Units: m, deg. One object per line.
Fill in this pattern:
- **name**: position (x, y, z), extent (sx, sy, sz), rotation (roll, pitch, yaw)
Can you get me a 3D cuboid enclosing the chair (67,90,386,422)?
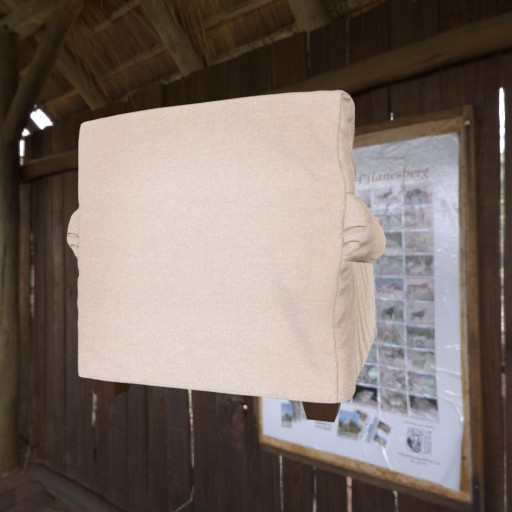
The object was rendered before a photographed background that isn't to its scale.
- **chair**: position (0.000, 0.000, 1.699), extent (0.940, 0.866, 1.066), rotation (0, -1, 19)
